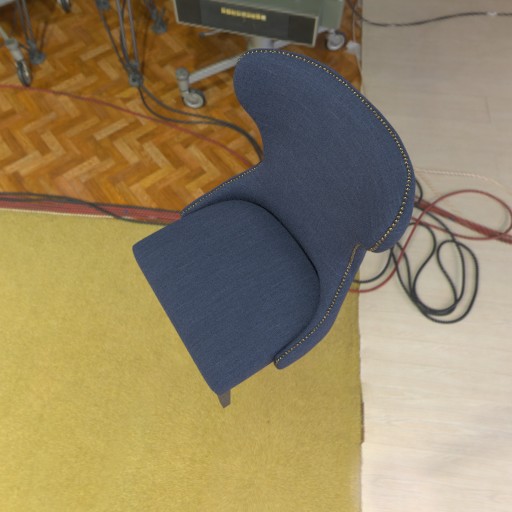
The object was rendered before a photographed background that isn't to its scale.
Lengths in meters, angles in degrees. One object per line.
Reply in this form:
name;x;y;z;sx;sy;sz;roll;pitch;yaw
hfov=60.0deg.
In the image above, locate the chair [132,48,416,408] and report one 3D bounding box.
chair;0.000;0.000;1.363;0.635;0.967;0.628;-30;67;-14
